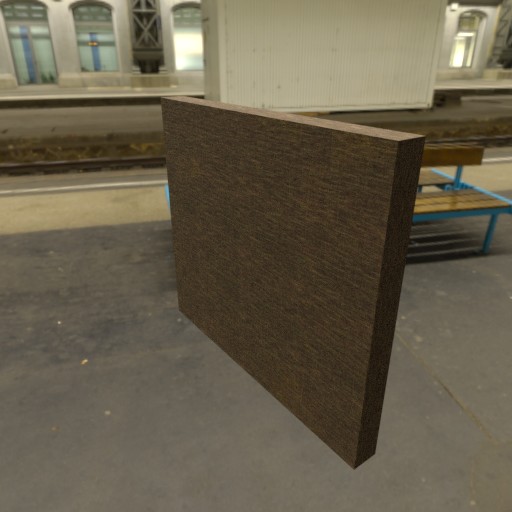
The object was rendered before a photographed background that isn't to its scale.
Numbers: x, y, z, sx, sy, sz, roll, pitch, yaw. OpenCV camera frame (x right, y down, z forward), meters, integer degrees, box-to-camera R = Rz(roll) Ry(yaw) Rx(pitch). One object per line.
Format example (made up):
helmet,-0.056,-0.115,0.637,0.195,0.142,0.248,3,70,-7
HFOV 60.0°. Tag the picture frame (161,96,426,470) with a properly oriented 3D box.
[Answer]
picture frame,0.000,0.000,0.528,0.033,0.330,0.378,-18,30,-33
